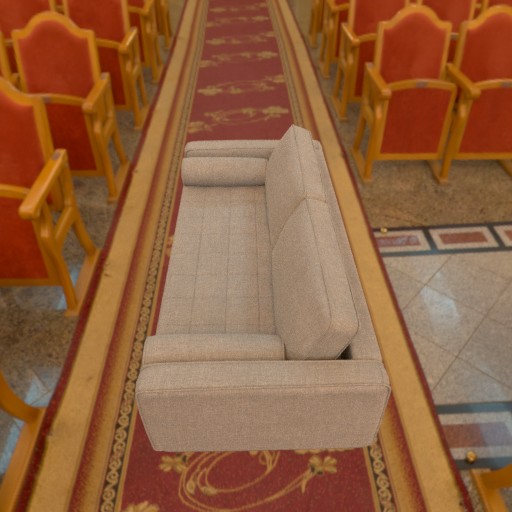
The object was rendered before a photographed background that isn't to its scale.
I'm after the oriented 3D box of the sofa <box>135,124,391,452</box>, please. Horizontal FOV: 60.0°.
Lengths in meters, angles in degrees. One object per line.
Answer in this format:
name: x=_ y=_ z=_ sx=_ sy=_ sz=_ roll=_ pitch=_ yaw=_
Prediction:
sofa: x=0.000 y=0.000 z=2.333 sx=0.914 sy=0.762 sz=1.879 roll=-1 pitch=41 yaw=-1
